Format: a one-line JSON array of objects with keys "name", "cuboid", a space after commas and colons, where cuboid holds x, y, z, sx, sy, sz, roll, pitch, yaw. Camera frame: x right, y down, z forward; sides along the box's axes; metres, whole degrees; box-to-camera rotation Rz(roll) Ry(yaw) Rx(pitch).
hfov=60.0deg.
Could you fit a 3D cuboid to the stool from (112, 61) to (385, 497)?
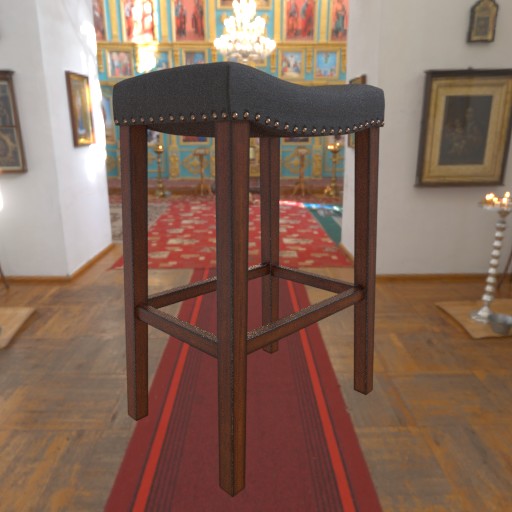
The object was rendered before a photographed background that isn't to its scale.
[{"name": "stool", "cuboid": [0.000, 0.000, 1.015, 0.366, 0.760, 0.502, 14, 20, 42]}]
